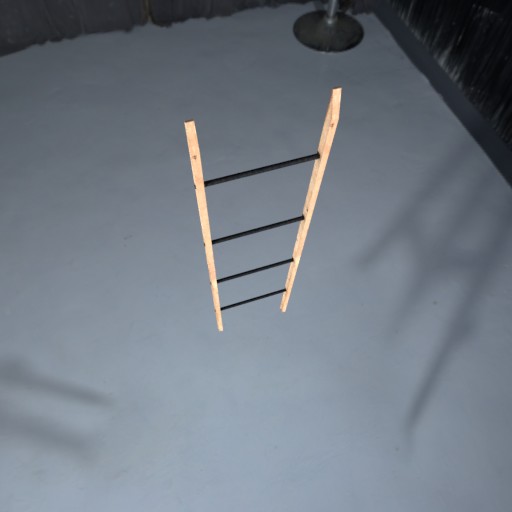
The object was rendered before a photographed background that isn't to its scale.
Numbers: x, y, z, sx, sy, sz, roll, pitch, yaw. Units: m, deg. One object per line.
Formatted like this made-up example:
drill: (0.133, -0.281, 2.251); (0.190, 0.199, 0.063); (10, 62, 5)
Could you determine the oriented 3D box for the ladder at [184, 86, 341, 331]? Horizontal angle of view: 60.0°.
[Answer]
ladder: (0.000, 0.000, 1.982); (0.442, 1.805, 0.200); (-16, 60, -9)
